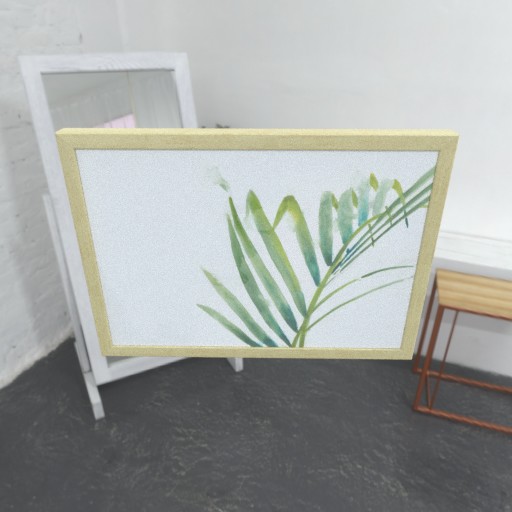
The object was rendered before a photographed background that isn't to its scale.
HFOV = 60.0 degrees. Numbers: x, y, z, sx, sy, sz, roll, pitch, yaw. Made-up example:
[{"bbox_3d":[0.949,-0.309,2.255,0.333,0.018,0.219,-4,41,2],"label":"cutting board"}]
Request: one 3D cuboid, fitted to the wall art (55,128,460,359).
[{"bbox_3d":[0.000,0.000,0.685,0.533,0.381,0.032,0,28,1],"label":"wall art"}]
